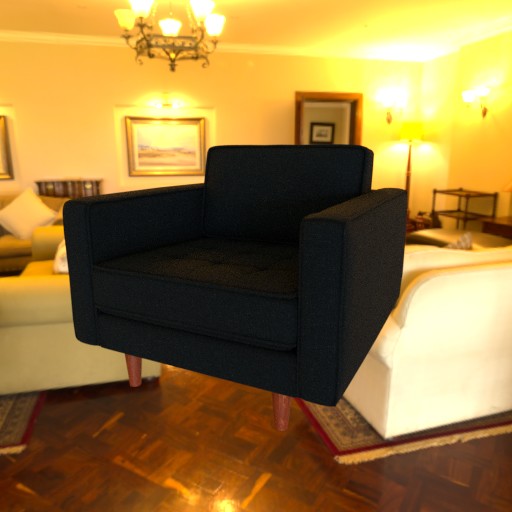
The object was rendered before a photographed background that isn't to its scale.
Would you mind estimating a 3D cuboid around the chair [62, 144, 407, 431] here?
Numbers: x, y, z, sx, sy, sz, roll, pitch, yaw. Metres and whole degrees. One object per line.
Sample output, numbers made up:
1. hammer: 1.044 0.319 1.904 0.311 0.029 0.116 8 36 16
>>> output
1. chair: 0.000 0.000 1.569 0.899 0.770 0.920 7 15 26
